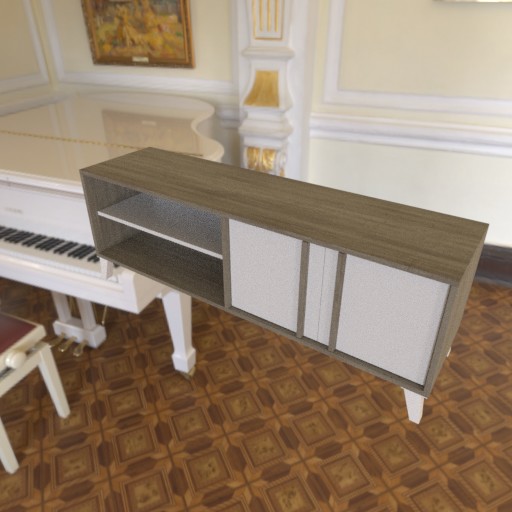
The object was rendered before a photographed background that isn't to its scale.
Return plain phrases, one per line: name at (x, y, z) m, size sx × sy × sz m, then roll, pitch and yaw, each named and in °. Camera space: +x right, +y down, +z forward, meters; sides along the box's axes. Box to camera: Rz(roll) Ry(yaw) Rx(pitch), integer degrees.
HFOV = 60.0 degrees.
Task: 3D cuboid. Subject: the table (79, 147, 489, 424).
table at (0.000, 0.000, 1.745) m, size 1.500 × 0.530 × 0.400 m, roll 19°, pitch 35°, yaw 29°
